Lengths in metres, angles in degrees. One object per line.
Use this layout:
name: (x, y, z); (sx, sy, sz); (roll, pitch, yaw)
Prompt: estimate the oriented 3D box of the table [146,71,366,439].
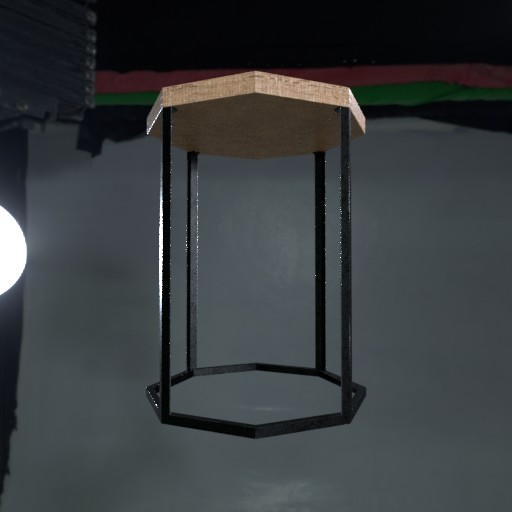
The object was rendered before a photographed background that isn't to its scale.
table: (0.000, 0.000, 0.884); (0.437, 0.553, 0.437); (0, -1, 0)
